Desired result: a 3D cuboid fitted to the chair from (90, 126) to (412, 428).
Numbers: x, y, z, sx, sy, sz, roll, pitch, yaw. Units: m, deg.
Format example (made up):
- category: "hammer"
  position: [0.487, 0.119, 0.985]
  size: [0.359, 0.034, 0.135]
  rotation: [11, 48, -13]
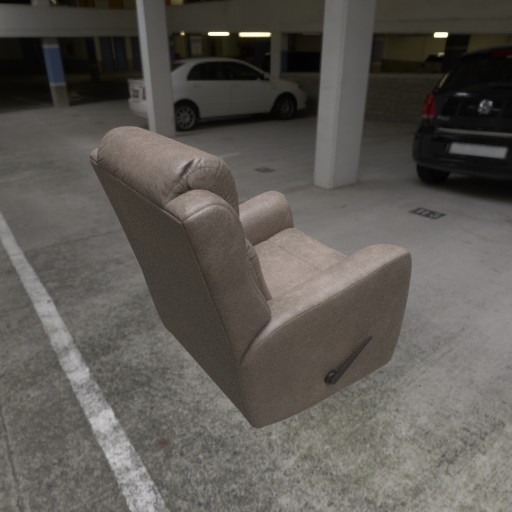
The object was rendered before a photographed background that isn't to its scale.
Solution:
- category: "chair"
  position: [0.000, 0.000, 1.944]
  size: [1.068, 1.116, 0.967]
  rotation: [-18, 32, -31]
